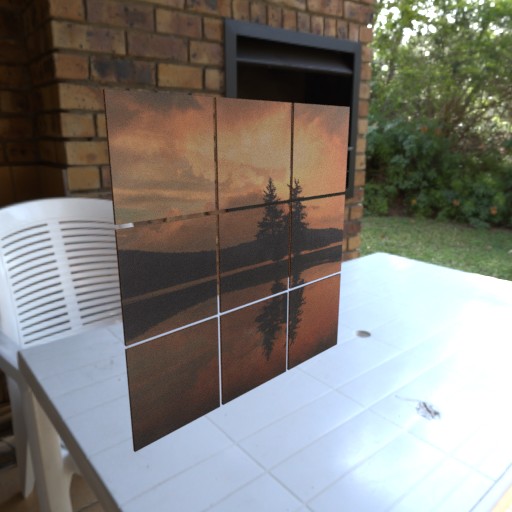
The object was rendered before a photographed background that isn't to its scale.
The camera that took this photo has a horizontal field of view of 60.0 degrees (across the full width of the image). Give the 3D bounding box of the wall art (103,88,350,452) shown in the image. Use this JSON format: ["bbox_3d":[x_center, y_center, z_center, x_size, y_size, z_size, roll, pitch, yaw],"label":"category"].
[{"bbox_3d":[0.000,0.000,2.293,1.520,1.525,0.013,-14,21,-42],"label":"wall art"}]
